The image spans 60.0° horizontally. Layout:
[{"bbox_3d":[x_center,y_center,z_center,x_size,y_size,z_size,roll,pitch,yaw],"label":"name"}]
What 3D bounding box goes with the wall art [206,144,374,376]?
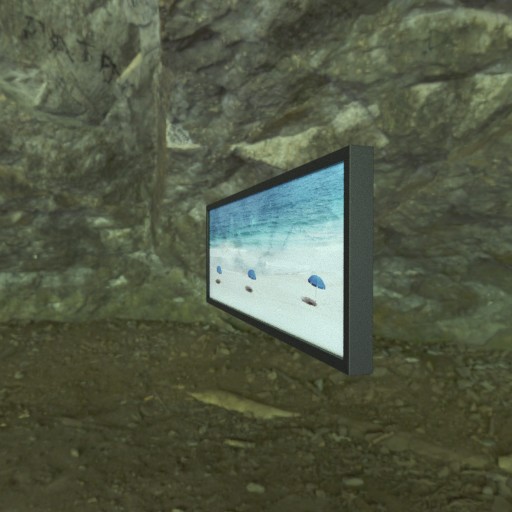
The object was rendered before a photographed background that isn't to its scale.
[{"bbox_3d":[0.000,0.000,0.993,0.037,0.303,0.860,0,1,-19],"label":"wall art"}]
